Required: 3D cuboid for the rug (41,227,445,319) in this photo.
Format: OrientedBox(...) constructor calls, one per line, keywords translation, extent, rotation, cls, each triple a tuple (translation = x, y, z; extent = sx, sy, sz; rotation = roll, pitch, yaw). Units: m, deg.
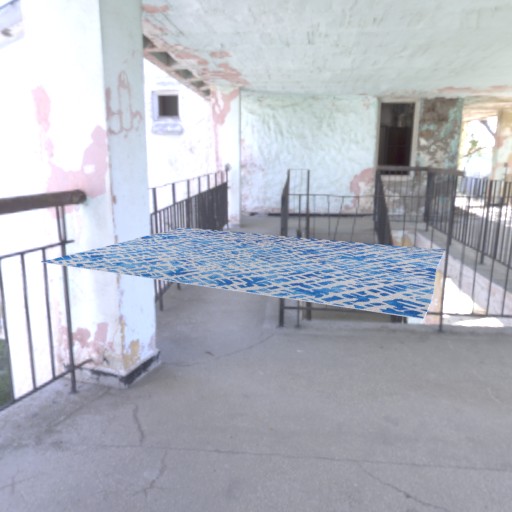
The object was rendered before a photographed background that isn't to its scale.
OrientedBox(translation=(0.000, 0.000, 2.377), extent=(1.830, 0.011, 1.209), rotation=(6, 14, 25), cls="rug")
